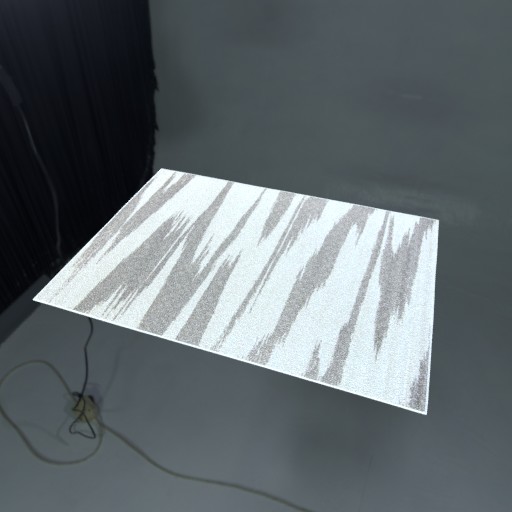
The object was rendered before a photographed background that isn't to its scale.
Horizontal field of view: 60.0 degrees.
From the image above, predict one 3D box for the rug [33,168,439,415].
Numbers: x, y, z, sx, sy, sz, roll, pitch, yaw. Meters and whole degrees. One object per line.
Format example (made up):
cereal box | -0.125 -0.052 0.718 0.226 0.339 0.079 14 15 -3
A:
rug | 0.000 0.000 2.777 2.142 0.010 1.533 13 43 14
